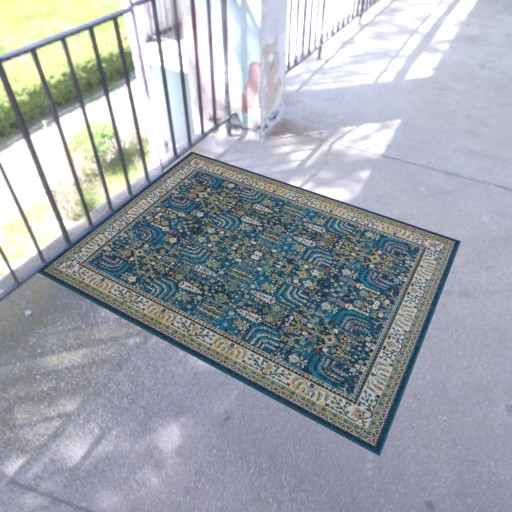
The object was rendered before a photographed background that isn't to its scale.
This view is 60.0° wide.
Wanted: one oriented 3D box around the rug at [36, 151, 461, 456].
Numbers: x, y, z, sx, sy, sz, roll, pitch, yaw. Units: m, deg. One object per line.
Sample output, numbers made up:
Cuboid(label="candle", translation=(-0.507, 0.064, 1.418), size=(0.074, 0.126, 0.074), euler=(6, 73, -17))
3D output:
Cuboid(label="rug", translation=(0.000, 0.000, 3.916), size=(3.044, 0.015, 2.226), euler=(22, 49, 21))
